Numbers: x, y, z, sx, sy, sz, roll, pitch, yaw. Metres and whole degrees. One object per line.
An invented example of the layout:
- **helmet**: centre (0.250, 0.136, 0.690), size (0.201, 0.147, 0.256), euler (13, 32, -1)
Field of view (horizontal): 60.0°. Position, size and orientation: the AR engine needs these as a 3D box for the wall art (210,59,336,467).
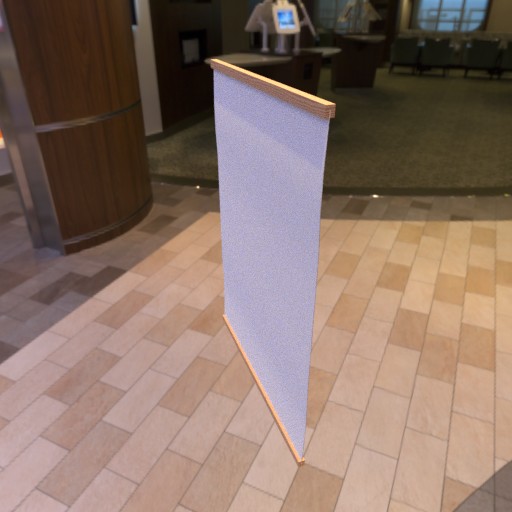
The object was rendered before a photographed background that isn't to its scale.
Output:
- **wall art**: centre (0.000, 0.000, 1.336), size (0.020, 1.016, 0.739), euler (-11, 32, -18)
